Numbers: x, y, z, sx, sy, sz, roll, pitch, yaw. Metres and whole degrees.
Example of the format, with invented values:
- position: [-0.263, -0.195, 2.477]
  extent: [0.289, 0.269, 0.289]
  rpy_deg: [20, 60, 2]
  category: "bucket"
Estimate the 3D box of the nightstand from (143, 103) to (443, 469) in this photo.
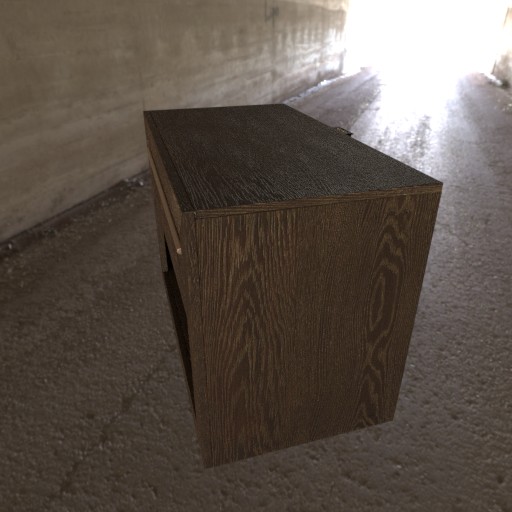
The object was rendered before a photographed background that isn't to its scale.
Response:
- position: [0.000, 0.000, 1.144]
  extent: [0.457, 0.612, 0.775]
  rpy_deg: [-8, 30, -15]
  category: "nightstand"
